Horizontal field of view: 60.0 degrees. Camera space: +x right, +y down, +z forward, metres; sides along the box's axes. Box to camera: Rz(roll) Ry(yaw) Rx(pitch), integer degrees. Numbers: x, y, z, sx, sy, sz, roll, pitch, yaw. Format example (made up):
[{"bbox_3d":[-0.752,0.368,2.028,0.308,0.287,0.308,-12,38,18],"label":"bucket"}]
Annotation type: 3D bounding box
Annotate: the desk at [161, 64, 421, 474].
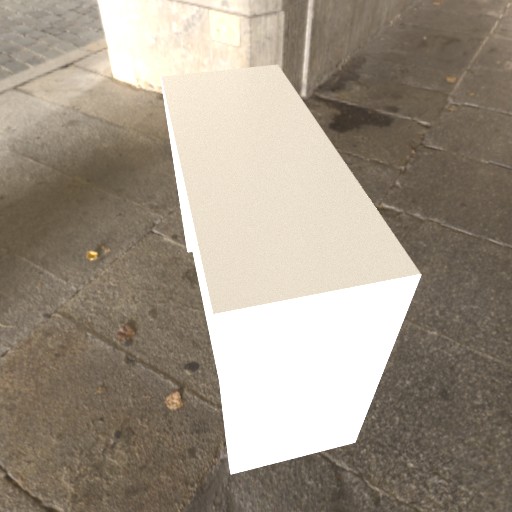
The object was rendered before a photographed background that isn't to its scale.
[{"bbox_3d":[0.000,0.000,1.428,0.400,0.790,1.000,-10,46,-10],"label":"desk"}]
